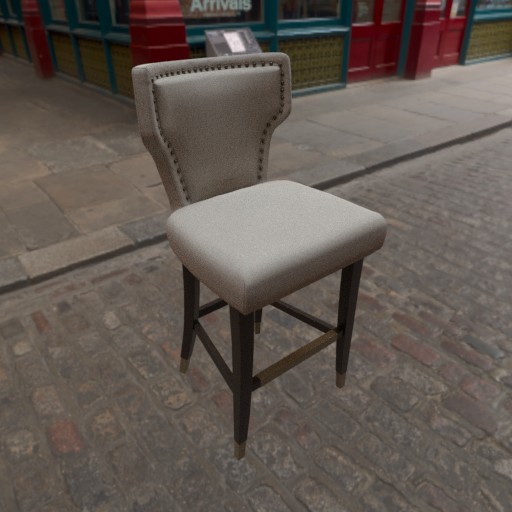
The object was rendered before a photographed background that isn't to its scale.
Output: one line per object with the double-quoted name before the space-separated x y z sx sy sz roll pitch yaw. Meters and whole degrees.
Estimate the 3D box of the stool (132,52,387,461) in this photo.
"stool" 0.000 0.000 1.365 0.526 1.092 0.563 -22 37 -33
